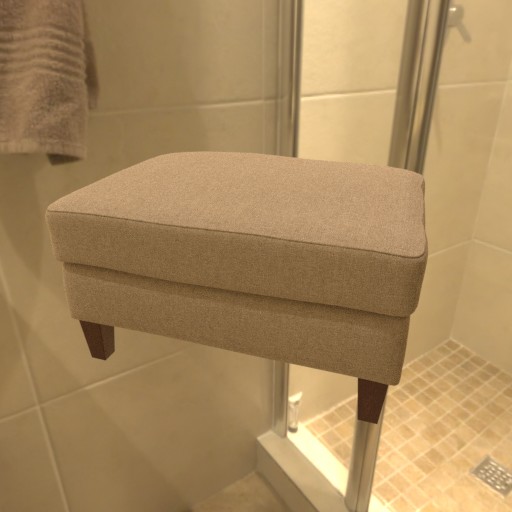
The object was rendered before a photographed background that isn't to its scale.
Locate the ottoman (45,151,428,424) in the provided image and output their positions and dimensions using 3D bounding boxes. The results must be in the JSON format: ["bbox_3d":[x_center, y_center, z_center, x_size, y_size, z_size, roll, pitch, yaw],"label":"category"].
[{"bbox_3d":[0.000,0.000,1.307,0.898,0.519,0.677,8,26,17],"label":"ottoman"}]
